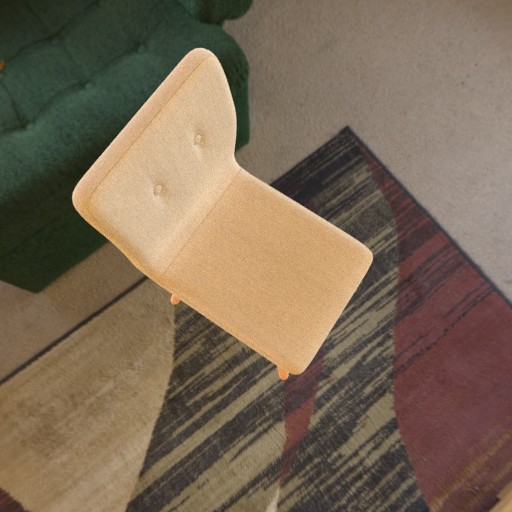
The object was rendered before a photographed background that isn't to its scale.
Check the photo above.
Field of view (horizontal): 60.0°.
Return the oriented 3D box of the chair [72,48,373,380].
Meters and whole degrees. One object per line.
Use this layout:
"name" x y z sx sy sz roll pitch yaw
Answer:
"chair" 0.000 0.000 1.195 0.550 0.885 0.435 33 77 9
